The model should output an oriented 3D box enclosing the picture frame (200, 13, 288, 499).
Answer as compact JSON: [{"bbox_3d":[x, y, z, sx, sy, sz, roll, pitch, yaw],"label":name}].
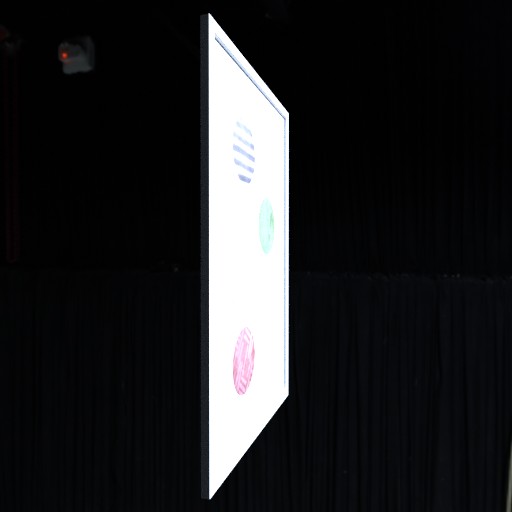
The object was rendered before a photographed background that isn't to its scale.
[{"bbox_3d":[0.000,0.000,0.819,0.013,0.657,0.457,0,1,18],"label":"picture frame"}]
